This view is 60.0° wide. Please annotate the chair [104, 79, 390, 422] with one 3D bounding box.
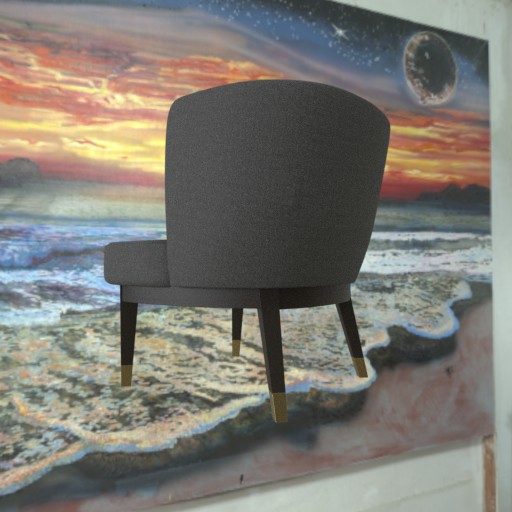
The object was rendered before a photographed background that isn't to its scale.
[{"bbox_3d":[0.000,0.000,1.232,0.698,0.695,0.639,-1,-1,36],"label":"chair"}]
